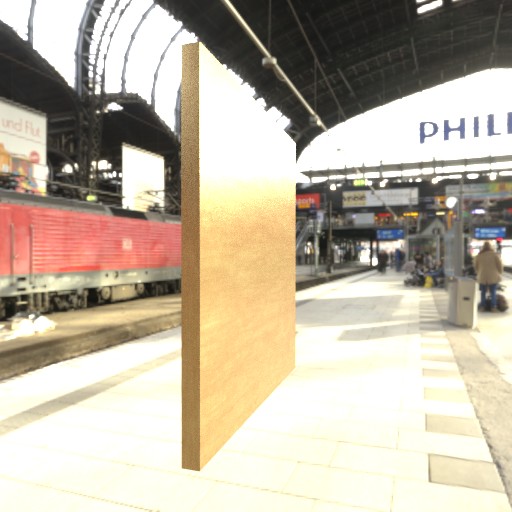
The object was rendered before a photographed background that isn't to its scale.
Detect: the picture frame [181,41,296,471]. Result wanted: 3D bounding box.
[{"bbox_3d":[0.000,0.000,1.149,0.037,0.761,0.758,0,0,18],"label":"picture frame"}]
